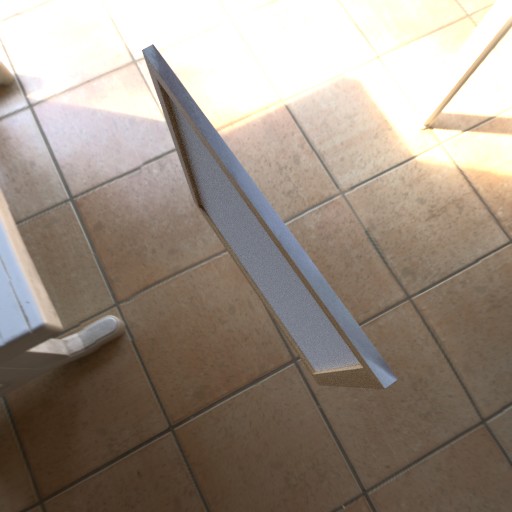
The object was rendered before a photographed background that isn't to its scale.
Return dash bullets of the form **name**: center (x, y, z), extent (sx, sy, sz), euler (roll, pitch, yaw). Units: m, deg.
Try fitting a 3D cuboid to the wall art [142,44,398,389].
- **wall art**: center (0.000, 0.000, 1.145), extent (0.027, 0.762, 0.762), euler (-33, 77, -9)
